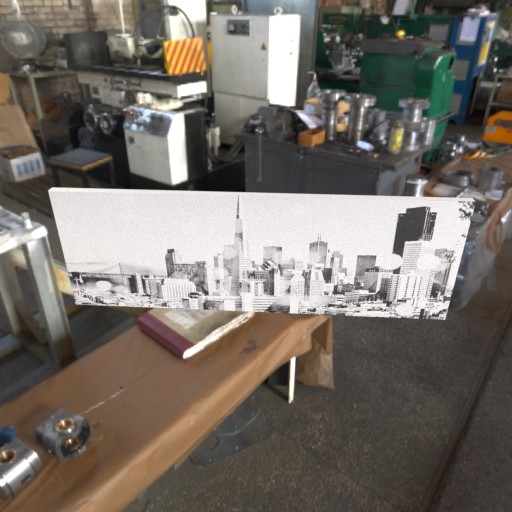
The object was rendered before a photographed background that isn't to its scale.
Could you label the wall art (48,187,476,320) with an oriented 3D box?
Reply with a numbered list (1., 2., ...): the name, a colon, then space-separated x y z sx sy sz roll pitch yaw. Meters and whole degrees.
1. wall art: 0.000 0.000 1.712 1.520 0.507 0.039 2 29 3
